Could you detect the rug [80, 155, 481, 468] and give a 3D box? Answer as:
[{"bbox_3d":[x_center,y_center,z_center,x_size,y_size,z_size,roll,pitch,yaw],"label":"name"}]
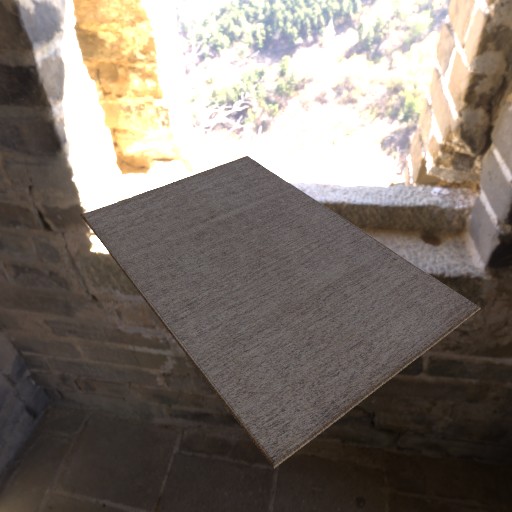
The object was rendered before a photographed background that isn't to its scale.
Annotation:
[{"bbox_3d":[0.000,0.000,2.311,1.211,0.018,1.822,-26,47,-27],"label":"rug"}]
